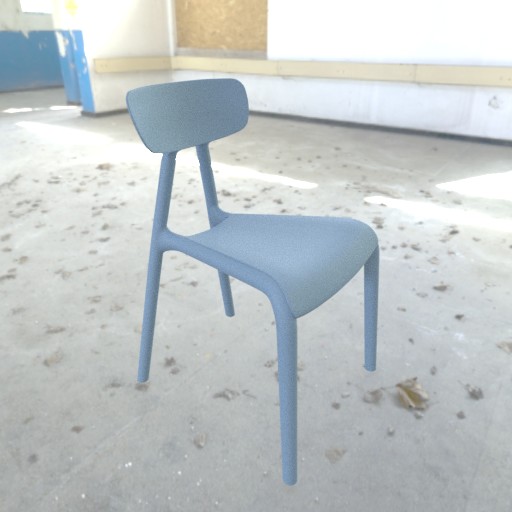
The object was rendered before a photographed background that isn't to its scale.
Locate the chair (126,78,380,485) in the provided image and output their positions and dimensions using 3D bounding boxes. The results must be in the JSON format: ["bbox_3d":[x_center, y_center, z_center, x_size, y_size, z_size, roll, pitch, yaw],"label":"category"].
[{"bbox_3d":[0.000,0.000,0.817,0.401,0.580,0.356,18,32,31],"label":"chair"}]
